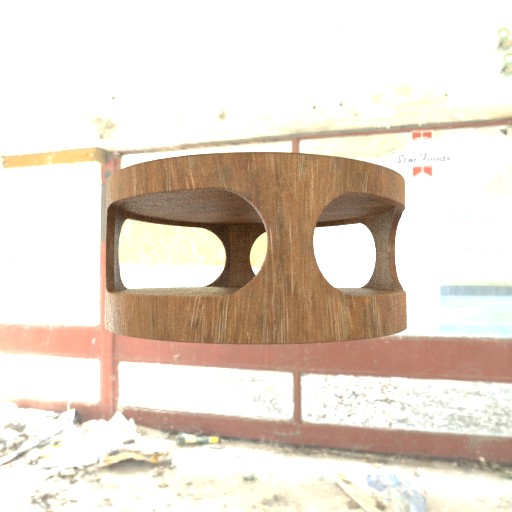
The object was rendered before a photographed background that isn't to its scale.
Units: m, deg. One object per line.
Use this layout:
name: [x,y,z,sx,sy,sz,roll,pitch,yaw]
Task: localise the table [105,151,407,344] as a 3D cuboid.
table: [0.000,0.000,1.518,0.974,0.450,0.974,0,-2,0]
